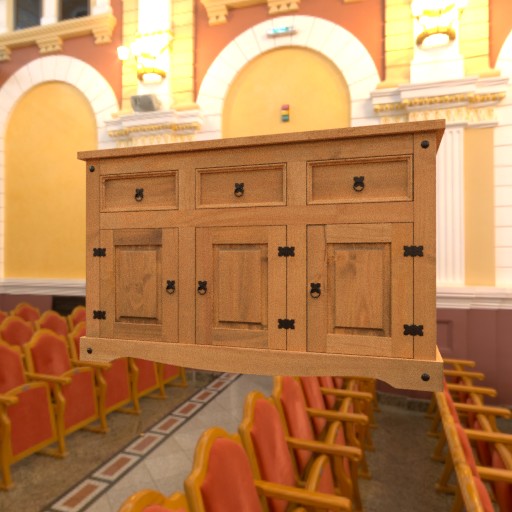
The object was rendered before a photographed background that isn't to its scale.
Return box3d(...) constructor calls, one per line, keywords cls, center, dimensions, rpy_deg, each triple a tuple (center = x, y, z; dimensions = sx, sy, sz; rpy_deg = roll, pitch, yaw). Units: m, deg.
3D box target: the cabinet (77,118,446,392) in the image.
box3d(cls="cabinet", center=(0.000, 0.000, 1.719), dimensions=(1.321, 0.810, 0.432), rpy_deg=(0, 0, 18))
